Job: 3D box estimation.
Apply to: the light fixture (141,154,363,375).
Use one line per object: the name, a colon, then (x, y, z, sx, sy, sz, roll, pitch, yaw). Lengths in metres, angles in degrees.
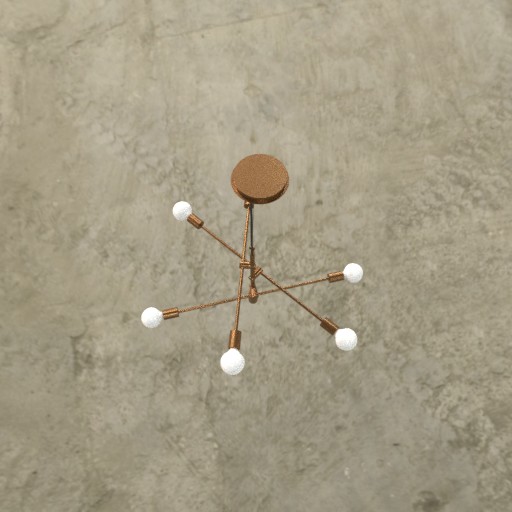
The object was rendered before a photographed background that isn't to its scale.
light fixture: (0.000, 0.000, 1.244, 0.682, 0.744, 0.637, 14, 65, 7)
